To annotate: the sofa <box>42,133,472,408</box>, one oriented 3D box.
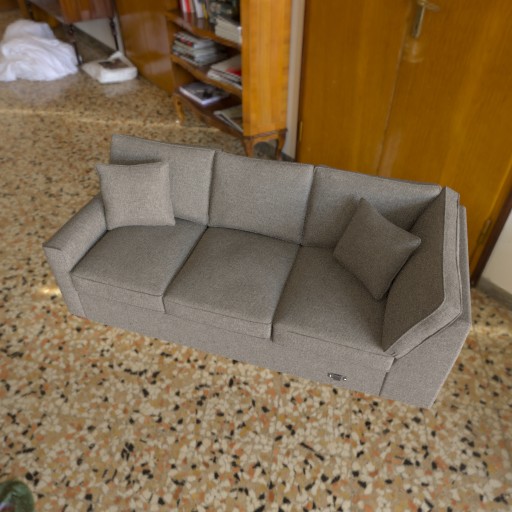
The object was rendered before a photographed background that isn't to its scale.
[{"bbox_3d":[0.000,0.000,2.731,2.317,0.962,1.061,12,43,13],"label":"sofa"}]
